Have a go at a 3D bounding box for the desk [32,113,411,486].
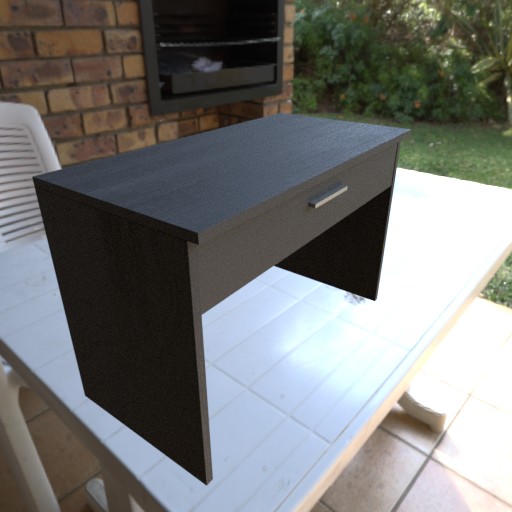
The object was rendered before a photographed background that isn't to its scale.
[{"bbox_3d":[0.000,0.000,1.503,0.557,0.729,1.099,19,33,32],"label":"desk"}]
